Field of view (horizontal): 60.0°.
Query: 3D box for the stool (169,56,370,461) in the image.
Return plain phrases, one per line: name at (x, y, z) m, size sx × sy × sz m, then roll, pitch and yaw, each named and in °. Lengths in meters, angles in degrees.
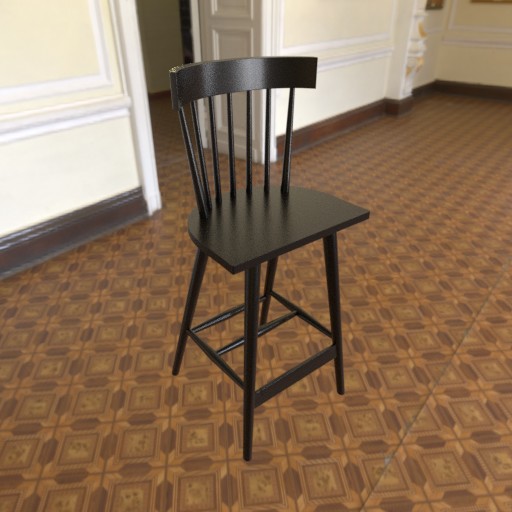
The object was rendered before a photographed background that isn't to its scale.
stool at (0.000, 0.000, 1.366) m, size 0.482 × 1.092 × 0.483 m, roll -22°, pitch 37°, yaw -32°
